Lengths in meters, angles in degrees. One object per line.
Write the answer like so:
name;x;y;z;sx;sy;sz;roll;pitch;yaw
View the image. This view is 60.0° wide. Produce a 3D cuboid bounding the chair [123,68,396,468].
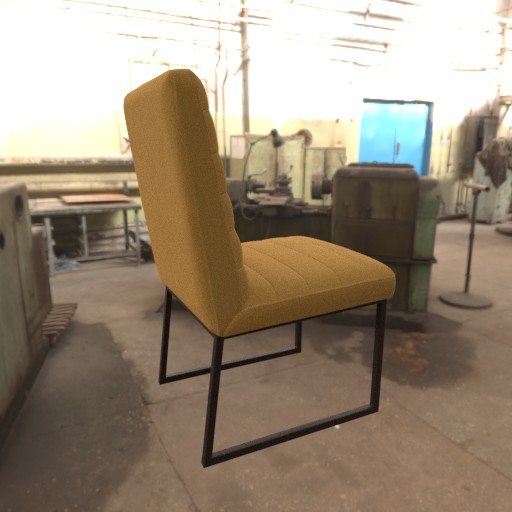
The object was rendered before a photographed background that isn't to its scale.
chair;0.000;0.000;1.300;0.634;0.930;0.520;-7;15;-25
